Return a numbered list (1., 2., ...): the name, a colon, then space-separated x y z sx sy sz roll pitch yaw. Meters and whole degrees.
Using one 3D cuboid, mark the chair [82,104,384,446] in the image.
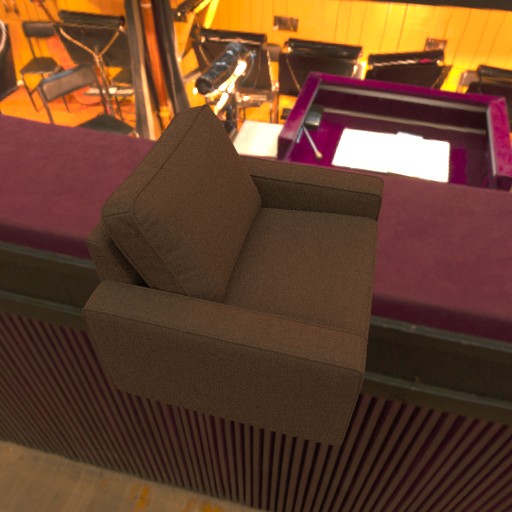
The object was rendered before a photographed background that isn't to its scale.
1. chair: 0.000 0.000 1.768 0.940 0.919 1.017 11 46 10
